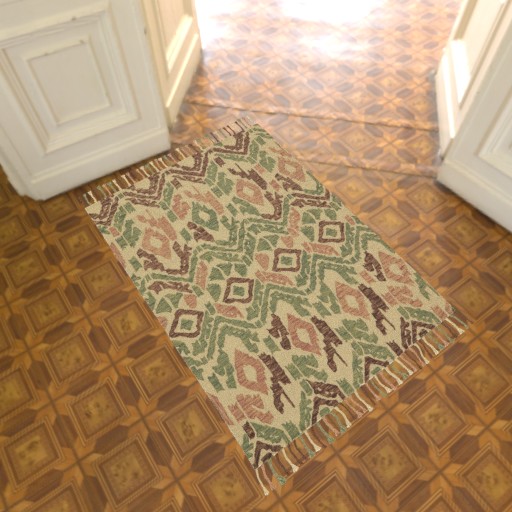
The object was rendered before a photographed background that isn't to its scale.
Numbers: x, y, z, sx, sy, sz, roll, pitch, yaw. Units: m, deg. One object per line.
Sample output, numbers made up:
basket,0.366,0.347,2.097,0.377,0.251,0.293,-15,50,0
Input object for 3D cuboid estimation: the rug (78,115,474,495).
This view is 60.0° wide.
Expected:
rug,0.000,0.000,2.286,1.219,0.010,1.829,-31,63,-18
